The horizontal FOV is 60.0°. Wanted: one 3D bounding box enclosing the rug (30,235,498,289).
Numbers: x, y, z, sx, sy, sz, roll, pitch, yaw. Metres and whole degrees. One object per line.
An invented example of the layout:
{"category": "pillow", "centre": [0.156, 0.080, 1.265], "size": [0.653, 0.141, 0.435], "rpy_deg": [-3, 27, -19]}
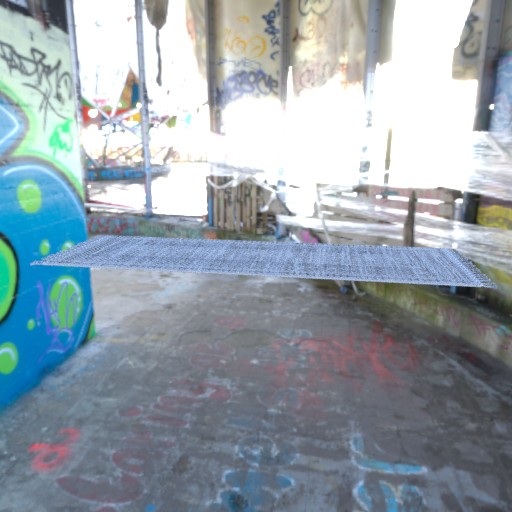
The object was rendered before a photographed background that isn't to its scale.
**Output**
{"category": "rug", "centre": [0.000, 0.000, 2.663], "size": [2.480, 0.013, 0.786], "rpy_deg": [2, 15, 9]}
